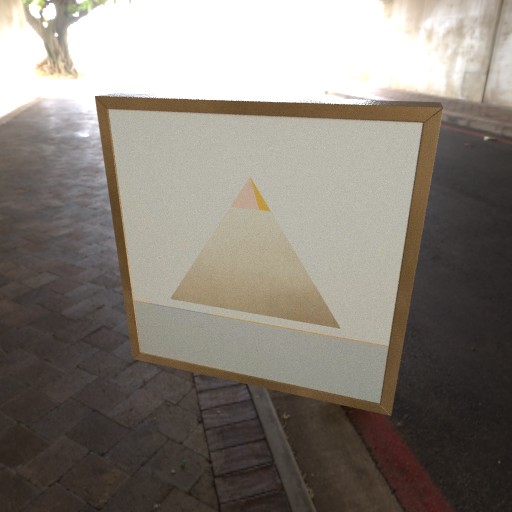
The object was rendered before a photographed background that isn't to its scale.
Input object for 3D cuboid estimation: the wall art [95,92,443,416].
[{"bbox_3d":[0.000,0.000,0.452,0.305,0.303,0.038,8,26,16],"label":"wall art"}]
